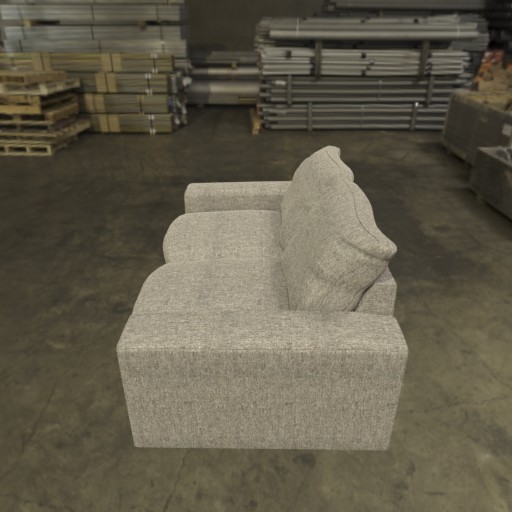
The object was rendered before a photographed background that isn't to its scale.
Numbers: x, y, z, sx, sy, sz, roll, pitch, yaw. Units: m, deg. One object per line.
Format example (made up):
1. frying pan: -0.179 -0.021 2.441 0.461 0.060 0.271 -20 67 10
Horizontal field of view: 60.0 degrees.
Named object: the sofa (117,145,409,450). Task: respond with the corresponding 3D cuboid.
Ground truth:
1. sofa: 0.000 0.000 2.361 1.094 0.877 1.758 0 28 1
